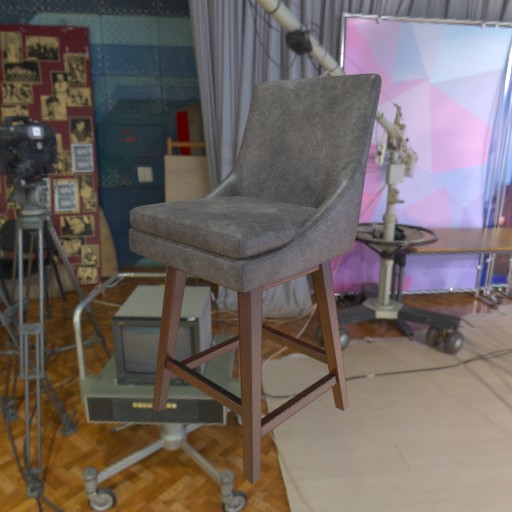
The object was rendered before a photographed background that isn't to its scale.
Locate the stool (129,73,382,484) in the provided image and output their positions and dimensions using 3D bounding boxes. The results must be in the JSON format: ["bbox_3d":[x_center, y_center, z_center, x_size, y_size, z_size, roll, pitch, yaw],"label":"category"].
[{"bbox_3d":[0.000,0.000,1.352,0.492,1.046,0.587,16,23,42],"label":"stool"}]
